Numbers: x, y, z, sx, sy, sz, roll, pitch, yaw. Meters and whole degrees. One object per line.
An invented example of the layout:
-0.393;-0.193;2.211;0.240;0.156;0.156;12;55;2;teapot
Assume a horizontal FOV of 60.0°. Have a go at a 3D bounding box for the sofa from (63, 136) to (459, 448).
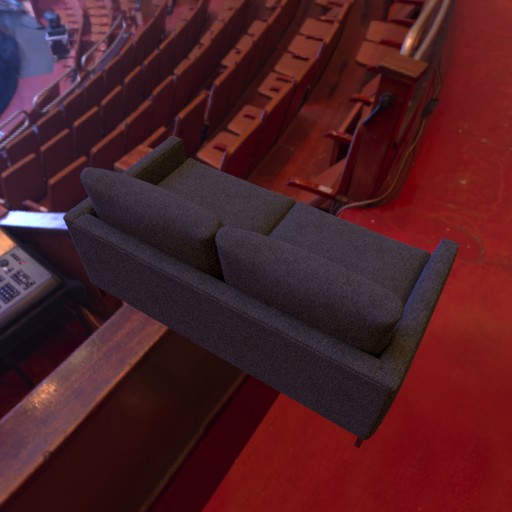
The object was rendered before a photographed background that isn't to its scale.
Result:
0.000;0.000;2.225;1.716;0.862;0.866;25;52;21;sofa
